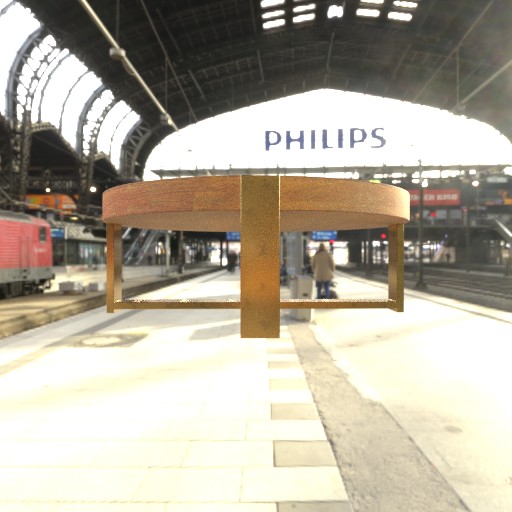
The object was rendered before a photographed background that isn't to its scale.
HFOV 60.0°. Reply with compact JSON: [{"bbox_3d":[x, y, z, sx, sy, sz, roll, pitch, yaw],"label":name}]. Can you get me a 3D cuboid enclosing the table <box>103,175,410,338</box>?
[{"bbox_3d":[0.000,0.000,1.688,1.100,0.420,1.100,0,0,0],"label":"table"}]
